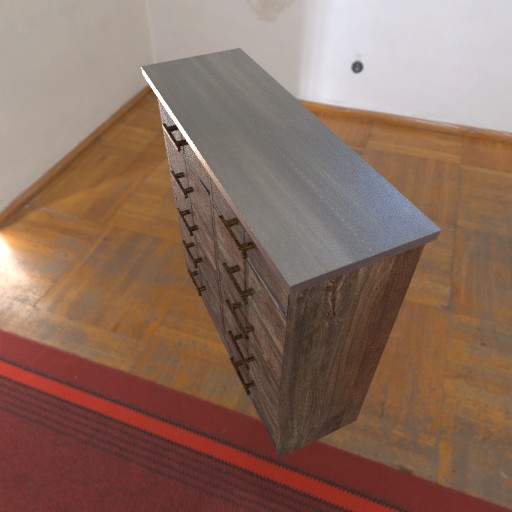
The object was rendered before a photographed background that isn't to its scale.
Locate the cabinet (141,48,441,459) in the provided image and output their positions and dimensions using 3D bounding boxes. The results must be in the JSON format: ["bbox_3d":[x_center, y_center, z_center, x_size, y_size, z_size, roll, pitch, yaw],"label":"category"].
[{"bbox_3d":[0.000,0.000,1.441,0.338,0.919,0.968,-19,49,-17],"label":"cabinet"}]
